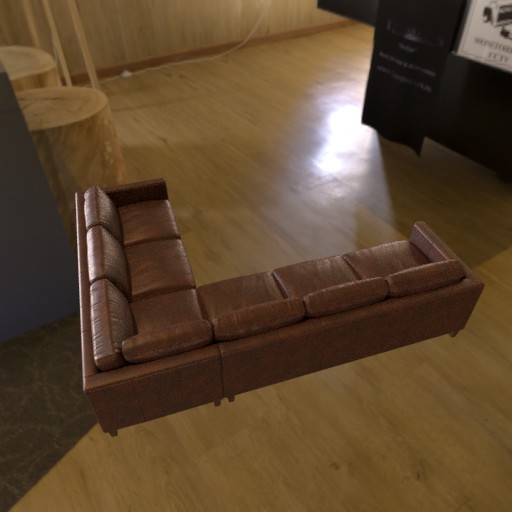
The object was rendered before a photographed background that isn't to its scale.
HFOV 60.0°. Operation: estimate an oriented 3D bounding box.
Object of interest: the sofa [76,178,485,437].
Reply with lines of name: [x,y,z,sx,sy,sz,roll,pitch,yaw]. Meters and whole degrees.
sofa: [0.000,0.000,4.271,3.152,0.836,2.438,-12,43,-13]
